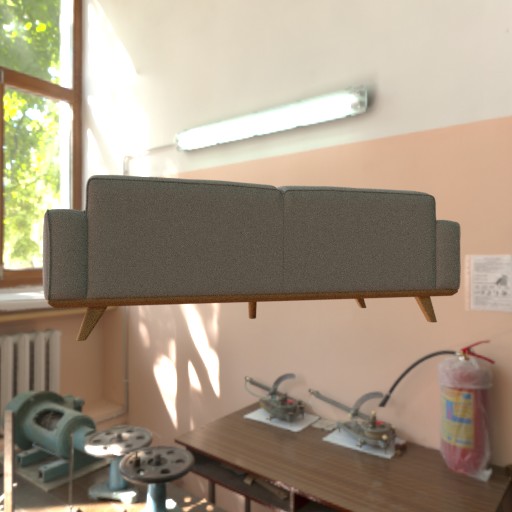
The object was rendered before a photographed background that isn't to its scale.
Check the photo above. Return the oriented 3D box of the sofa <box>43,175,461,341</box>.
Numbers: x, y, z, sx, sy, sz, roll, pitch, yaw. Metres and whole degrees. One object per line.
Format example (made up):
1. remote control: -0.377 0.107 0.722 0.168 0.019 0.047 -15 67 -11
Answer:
1. sofa: 0.000 0.000 2.702 2.270 0.781 0.956 0 0 -17
